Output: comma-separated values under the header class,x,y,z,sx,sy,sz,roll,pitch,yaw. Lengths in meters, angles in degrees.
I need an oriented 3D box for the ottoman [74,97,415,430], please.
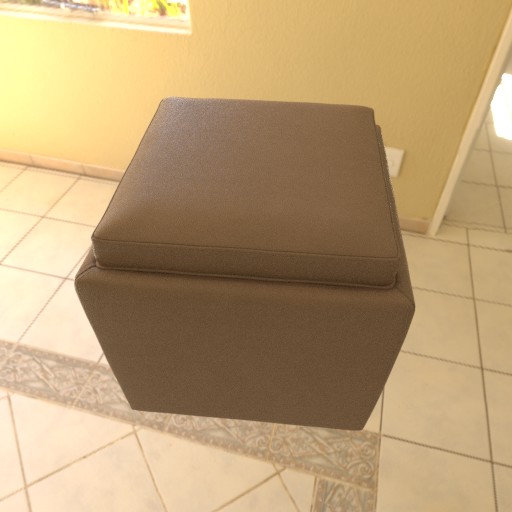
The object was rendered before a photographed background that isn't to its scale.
class,x,y,z,sx,sy,sz,roll,pitch,yaw
ottoman,0.000,0.000,0.812,0.451,0.460,0.450,4,46,4
